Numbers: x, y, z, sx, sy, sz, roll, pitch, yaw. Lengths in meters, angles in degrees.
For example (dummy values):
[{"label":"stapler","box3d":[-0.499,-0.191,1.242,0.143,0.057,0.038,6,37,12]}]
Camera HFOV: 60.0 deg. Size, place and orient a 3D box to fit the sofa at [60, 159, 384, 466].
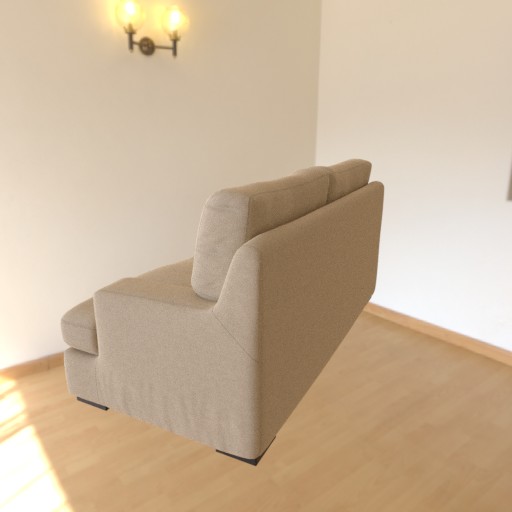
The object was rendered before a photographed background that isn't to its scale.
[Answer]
[{"label":"sofa","box3d":[0.000,0.000,2.394,0.962,0.967,1.885,8,18,26]}]
